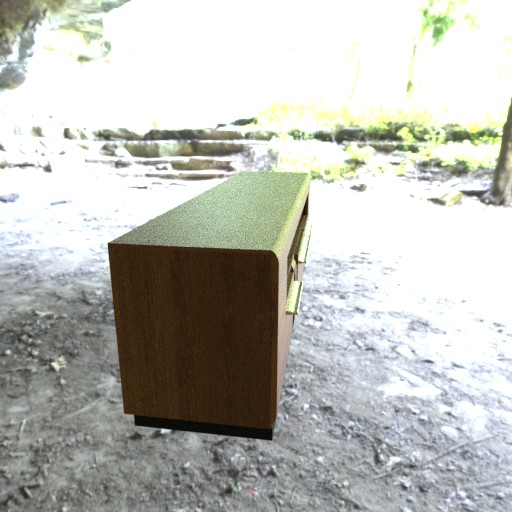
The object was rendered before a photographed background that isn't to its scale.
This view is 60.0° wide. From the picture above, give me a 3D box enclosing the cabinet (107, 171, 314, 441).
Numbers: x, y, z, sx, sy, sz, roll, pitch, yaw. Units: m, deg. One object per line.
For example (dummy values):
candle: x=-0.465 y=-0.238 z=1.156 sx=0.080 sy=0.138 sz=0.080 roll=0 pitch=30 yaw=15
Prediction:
cabinet: x=0.000 y=0.000 z=1.793 sx=0.419 sy=0.510 sz=1.600 roll=3 pitch=17 yaw=9
